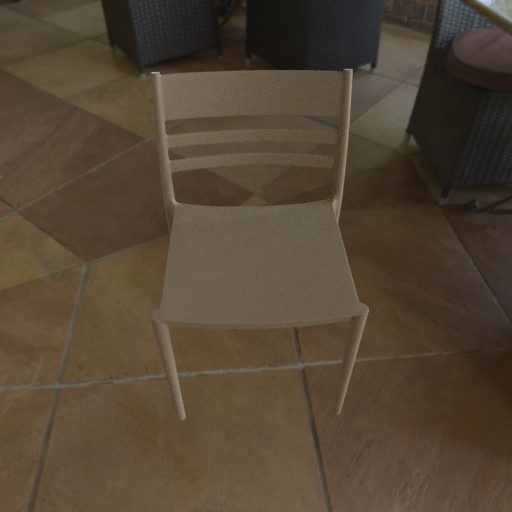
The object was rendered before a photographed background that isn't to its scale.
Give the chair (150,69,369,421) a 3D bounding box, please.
[{"bbox_3d":[0.000,0.000,1.163,0.531,0.800,0.511,-2,45,-2],"label":"chair"}]
